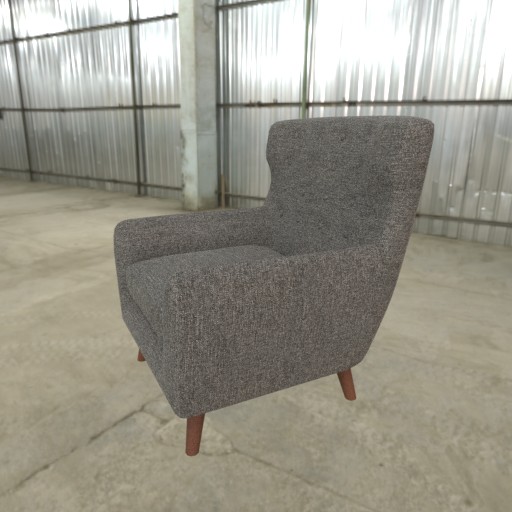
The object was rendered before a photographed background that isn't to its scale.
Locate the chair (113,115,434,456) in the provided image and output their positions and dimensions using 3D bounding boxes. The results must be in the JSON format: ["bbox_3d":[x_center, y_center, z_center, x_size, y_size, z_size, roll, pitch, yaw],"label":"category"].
[{"bbox_3d":[0.000,0.000,1.715,0.940,1.039,0.889,-8,18,-26],"label":"chair"}]
